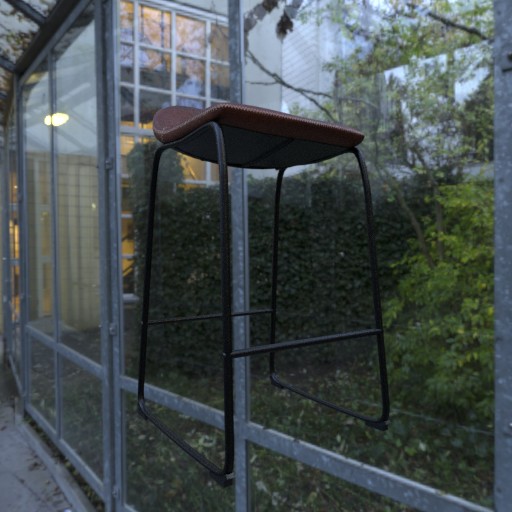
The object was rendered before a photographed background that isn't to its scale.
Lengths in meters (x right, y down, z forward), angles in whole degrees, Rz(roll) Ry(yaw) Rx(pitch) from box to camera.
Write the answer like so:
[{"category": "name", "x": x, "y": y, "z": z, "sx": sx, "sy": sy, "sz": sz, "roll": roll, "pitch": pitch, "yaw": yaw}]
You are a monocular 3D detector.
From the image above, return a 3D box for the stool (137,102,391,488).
[{"category": "stool", "x": 0.000, "y": 0.000, "z": 1.108, "sx": 0.454, "sy": 0.830, "sz": 0.473, "roll": -1, "pitch": 1, "yaw": -35}]
